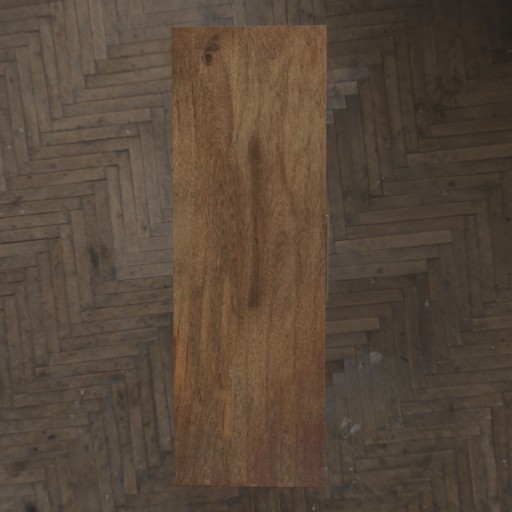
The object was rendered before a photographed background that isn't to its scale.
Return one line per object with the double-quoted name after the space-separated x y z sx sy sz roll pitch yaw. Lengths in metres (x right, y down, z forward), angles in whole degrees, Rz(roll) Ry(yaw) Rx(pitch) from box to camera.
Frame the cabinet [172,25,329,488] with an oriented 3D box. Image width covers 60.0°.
0.000 0.000 1.726 0.480 0.812 1.373 0 92 1 "cabinet"
